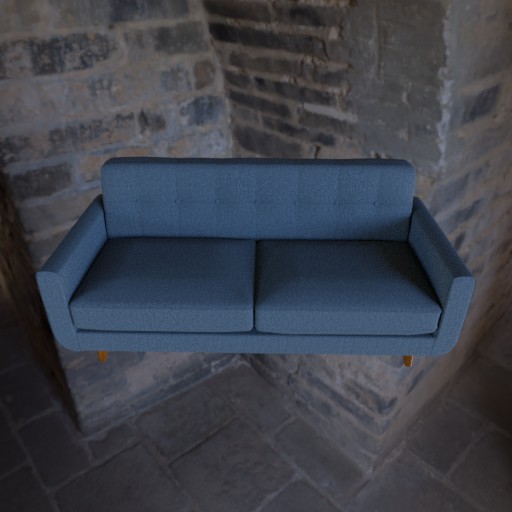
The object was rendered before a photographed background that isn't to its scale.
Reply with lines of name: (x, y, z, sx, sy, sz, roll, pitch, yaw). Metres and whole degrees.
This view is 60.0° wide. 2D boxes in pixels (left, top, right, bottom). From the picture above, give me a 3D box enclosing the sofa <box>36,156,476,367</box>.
sofa: (0.000, 0.000, 2.516, 2.055, 0.884, 0.942, 1, 32, 1)
